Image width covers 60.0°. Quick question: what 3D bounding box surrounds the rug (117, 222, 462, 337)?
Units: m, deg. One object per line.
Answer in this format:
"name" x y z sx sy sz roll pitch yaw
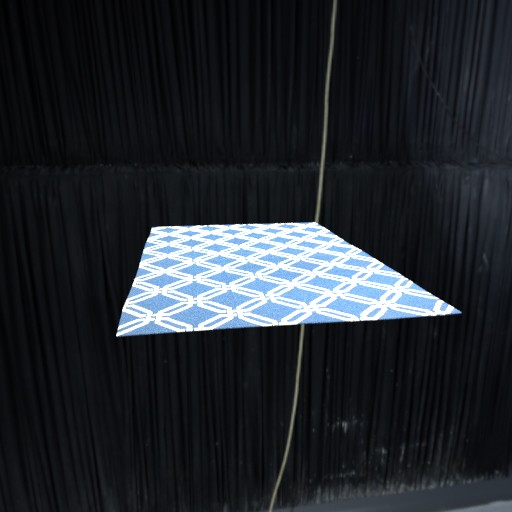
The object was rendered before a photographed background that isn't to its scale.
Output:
"rug" 0.000 0.000 2.255 1.153 0.010 1.755 -2 15 -9
